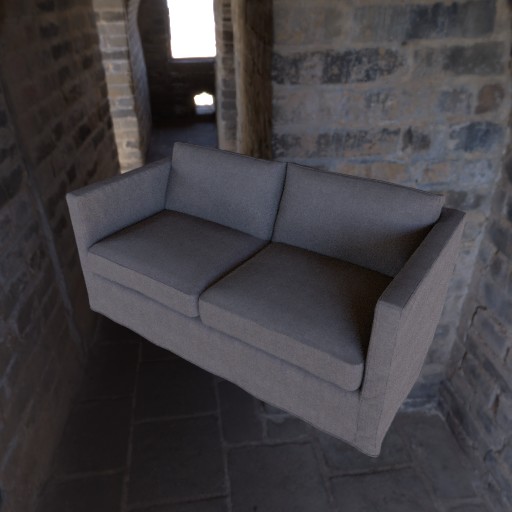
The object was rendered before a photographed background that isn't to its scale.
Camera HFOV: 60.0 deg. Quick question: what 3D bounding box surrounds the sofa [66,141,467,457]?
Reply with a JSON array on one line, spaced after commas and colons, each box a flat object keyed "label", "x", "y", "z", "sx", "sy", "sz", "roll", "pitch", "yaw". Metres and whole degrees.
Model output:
[{"label": "sofa", "x": 0.000, "y": 0.000, "z": 2.320, "sx": 1.802, "sy": 0.854, "sz": 0.974, "roll": 19, "pitch": 35, "yaw": 29}]
